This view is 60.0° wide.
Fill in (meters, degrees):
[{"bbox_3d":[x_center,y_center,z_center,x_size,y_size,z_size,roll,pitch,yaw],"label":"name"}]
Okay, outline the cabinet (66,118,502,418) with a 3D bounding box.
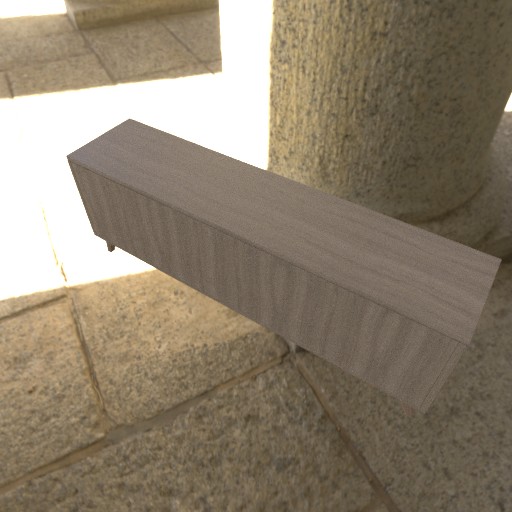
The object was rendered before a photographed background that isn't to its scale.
[{"bbox_3d":[0.000,0.000,2.457,2.198,0.779,0.499,25,51,22],"label":"cabinet"}]
